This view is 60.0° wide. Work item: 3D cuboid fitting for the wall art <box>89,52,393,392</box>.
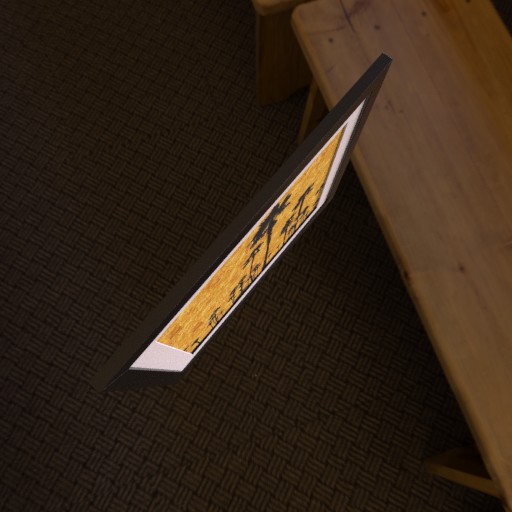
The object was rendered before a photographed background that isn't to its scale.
[{"bbox_3d":[0.000,0.000,0.531,0.012,0.332,0.383,39,78,10],"label":"wall art"}]
